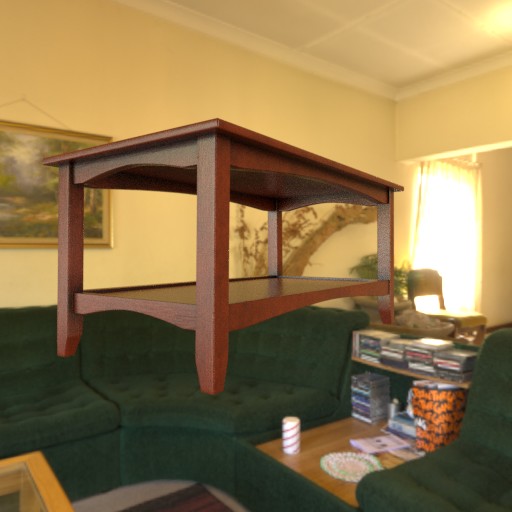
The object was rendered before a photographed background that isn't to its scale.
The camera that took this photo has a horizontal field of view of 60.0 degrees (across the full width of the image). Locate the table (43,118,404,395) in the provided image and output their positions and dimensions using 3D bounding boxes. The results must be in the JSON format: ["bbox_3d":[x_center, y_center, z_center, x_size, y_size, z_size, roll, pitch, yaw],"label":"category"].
[{"bbox_3d":[0.000,0.000,1.248,0.533,0.456,0.943,0,1,36],"label":"table"}]
